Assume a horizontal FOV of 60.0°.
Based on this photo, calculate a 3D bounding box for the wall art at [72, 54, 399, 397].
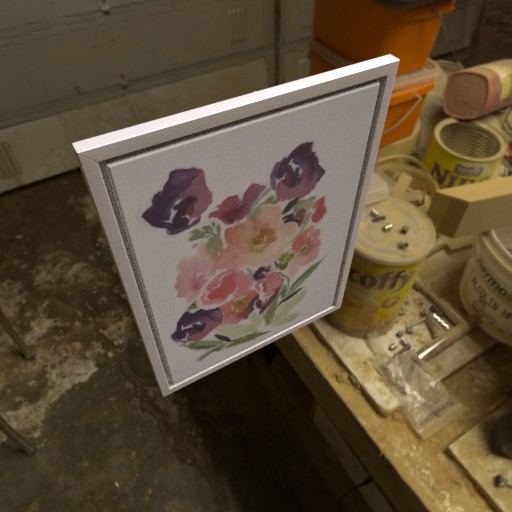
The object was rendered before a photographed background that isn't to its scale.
[{"bbox_3d":[0.000,0.000,1.374,0.805,1.056,0.042,-23,52,-20],"label":"wall art"}]
